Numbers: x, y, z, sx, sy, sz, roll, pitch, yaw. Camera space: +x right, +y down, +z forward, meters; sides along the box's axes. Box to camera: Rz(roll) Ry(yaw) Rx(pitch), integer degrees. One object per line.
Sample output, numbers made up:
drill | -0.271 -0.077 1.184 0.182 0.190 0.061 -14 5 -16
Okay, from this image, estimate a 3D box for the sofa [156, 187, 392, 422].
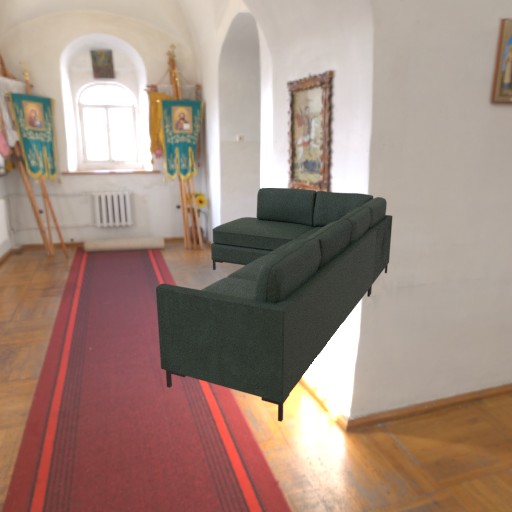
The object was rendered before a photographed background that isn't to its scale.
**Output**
sofa | 0.000 0.000 4.434 2.048 0.996 3.384 8 17 26
